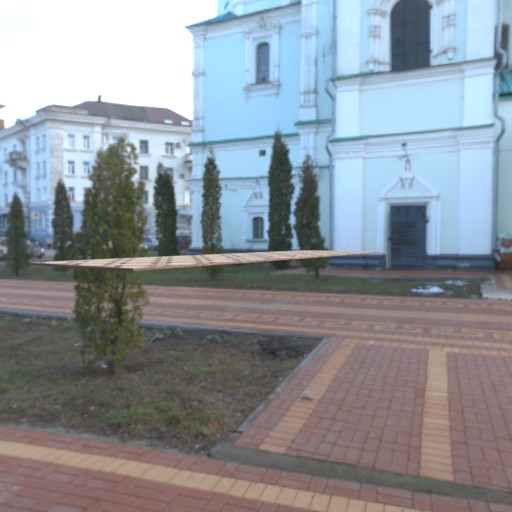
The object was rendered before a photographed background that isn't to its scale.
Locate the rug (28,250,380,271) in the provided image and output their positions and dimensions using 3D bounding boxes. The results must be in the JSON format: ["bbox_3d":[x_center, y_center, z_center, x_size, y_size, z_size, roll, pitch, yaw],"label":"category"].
[{"bbox_3d":[0.000,0.000,2.697,0.685,0.013,2.437,2,3,35],"label":"rug"}]
